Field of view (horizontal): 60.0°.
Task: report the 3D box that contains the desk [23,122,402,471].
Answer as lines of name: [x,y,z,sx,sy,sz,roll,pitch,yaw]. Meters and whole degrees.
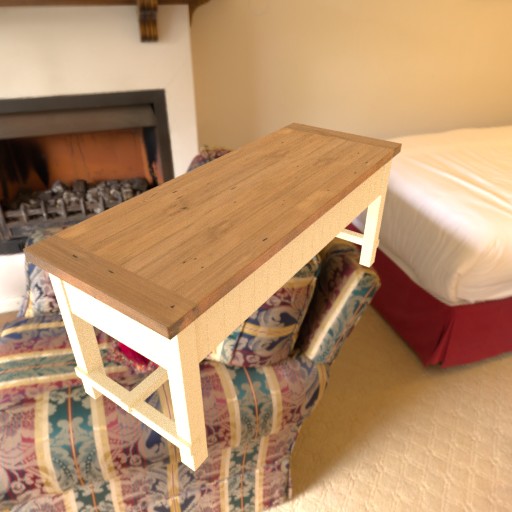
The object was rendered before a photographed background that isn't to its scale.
desk: [0.000,0.000,2.181,0.688,0.762,1.803,21,38,29]
